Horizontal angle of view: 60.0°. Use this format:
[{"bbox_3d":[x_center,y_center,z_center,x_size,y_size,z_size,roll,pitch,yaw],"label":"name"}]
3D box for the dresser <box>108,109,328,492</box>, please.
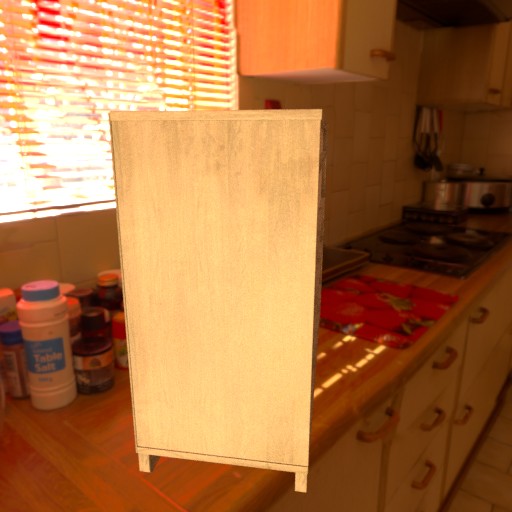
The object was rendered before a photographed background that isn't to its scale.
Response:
[{"bbox_3d":[0.000,0.000,1.390,0.404,0.816,0.994,3,15,9],"label":"dresser"}]
